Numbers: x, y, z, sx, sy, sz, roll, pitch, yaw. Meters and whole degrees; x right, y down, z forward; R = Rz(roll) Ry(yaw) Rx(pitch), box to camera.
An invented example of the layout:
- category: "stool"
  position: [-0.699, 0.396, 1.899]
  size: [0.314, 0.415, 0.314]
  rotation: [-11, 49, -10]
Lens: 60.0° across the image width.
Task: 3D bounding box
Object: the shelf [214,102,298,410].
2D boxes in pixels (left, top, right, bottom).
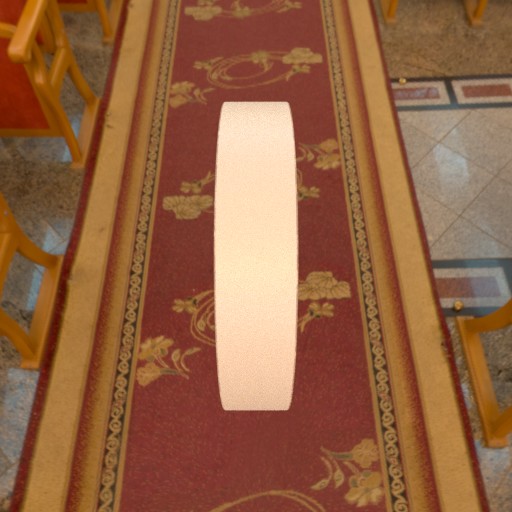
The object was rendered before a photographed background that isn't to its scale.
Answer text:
- category: "shelf"
  position: [0.000, 0.000, 1.227]
  size: [0.158, 0.807, 0.806]
  rotation: [0, 59, 0]
